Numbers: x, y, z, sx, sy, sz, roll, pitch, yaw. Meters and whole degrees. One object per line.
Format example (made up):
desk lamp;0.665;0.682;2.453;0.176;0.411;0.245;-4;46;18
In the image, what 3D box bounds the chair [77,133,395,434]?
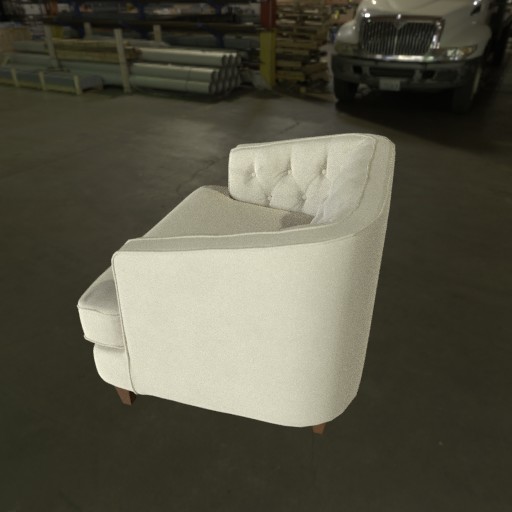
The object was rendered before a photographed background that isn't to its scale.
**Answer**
chair;0.000;0.000;1.758;0.941;0.852;1.104;9;32;15
